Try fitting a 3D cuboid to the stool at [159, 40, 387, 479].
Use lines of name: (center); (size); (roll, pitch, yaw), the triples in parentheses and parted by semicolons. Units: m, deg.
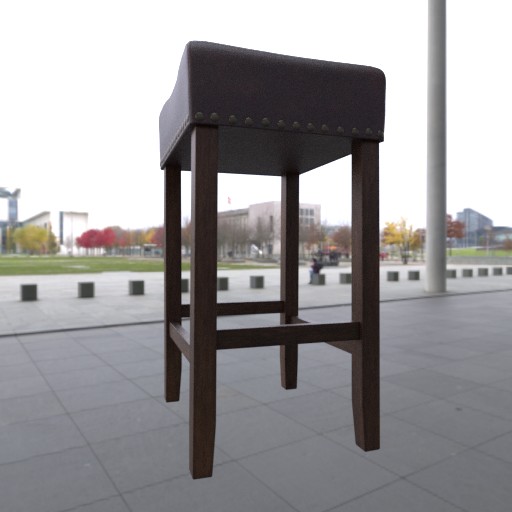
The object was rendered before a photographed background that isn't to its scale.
stool: (0.000, 0.000, 1.033); (0.401, 0.769, 0.465); (0, 1, -18)
